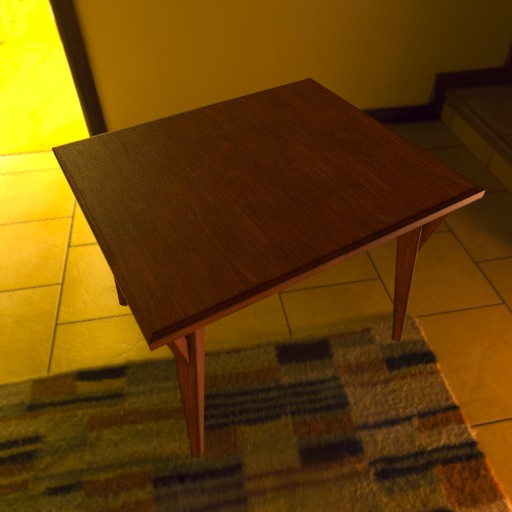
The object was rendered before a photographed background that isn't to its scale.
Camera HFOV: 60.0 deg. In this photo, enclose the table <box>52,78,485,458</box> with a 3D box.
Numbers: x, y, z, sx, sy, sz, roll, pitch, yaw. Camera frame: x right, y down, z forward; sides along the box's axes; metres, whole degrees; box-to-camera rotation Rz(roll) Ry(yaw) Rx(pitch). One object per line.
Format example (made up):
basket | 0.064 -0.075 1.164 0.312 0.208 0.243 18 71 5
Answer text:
table | 0.000 0.000 1.577 0.991 0.761 0.838 -23 50 -21
